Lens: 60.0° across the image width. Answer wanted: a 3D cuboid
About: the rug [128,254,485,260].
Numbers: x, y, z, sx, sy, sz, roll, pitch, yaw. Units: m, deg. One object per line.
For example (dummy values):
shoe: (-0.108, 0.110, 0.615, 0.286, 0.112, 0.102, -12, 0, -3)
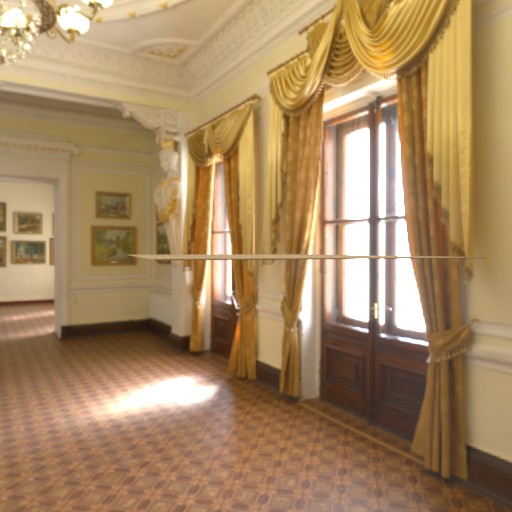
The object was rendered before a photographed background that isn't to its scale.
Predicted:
rug: (0.000, 0.000, 3.764, 1.981, 0.006, 2.895, 0, 1, -18)
